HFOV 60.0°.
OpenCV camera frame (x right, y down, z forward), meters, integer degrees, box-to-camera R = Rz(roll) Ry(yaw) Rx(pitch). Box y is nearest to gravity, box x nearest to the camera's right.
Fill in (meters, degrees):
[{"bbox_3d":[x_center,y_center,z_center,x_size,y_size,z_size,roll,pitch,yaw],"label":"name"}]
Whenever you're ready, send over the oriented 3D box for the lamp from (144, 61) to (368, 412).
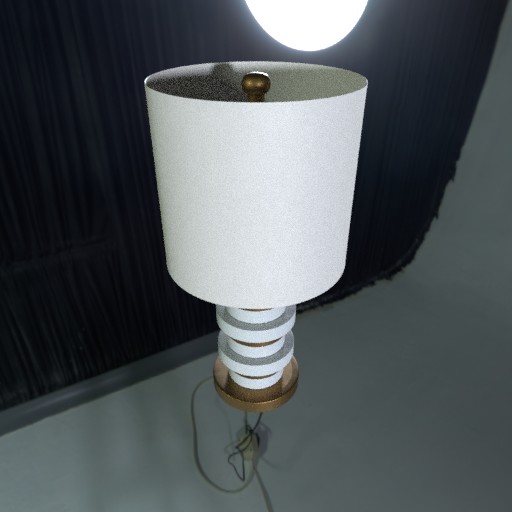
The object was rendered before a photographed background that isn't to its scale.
[{"bbox_3d":[0.000,0.000,0.529,0.210,0.410,0.210,-20,37,-29],"label":"lamp"}]
